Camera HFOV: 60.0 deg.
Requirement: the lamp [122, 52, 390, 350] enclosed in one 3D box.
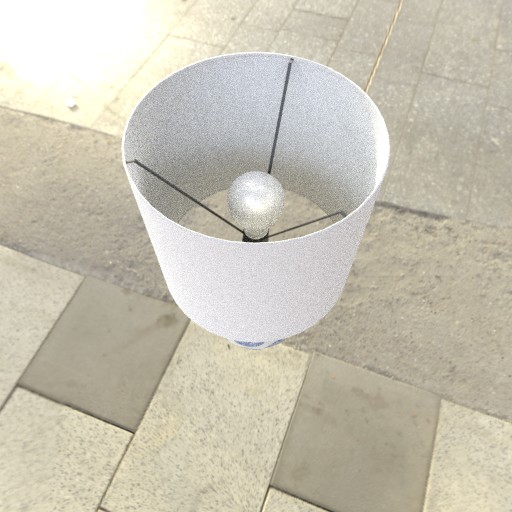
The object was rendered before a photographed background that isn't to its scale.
[{"bbox_3d":[0.000,0.000,0.521,0.215,0.381,0.215,16,60,10],"label":"lamp"}]
